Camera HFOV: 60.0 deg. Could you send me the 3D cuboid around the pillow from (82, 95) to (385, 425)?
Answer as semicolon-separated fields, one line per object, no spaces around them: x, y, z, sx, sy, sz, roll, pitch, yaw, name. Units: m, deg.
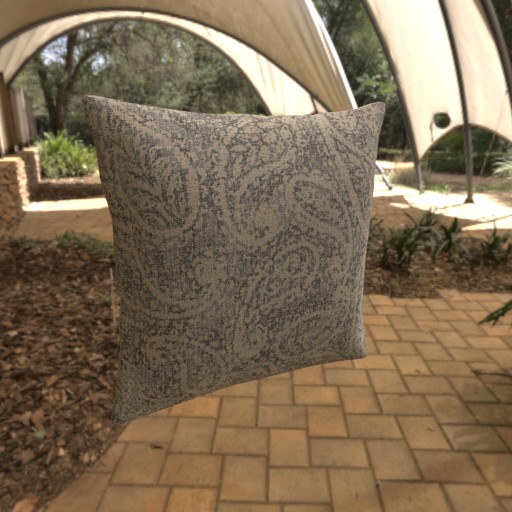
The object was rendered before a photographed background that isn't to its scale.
0.000;0.000;0.761;0.523;0.510;0.166;-8;19;-25;pillow
